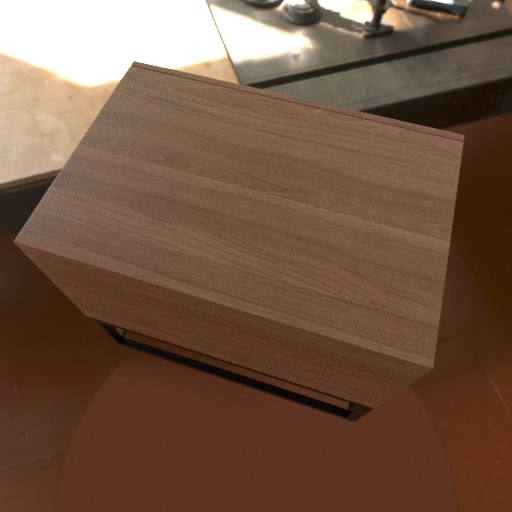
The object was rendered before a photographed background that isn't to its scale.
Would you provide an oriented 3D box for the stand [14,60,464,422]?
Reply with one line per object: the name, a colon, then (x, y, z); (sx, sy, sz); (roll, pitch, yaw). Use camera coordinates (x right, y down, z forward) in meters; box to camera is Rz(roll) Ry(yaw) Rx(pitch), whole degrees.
stand: (0.000, 0.000, 0.910); (0.600, 0.500, 0.420); (16, 63, 8)
